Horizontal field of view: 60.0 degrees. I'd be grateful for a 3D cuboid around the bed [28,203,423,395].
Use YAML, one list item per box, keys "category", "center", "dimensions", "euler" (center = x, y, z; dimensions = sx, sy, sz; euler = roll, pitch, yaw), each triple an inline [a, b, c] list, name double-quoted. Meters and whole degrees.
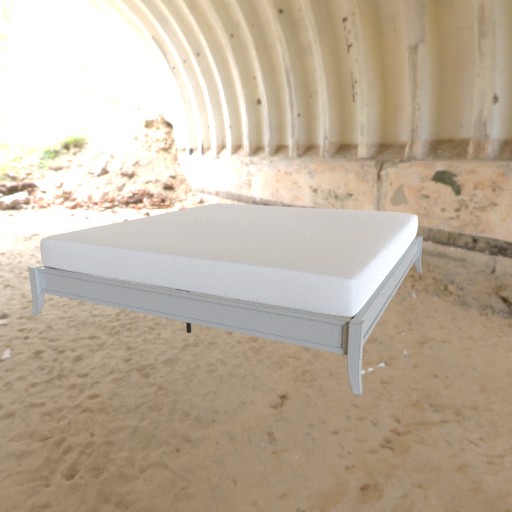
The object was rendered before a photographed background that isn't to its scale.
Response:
- category: "bed"
  center: [0.000, 0.000, 3.110]
  dimensions: [2.007, 0.510, 2.108]
  euler: [7, 15, 26]
